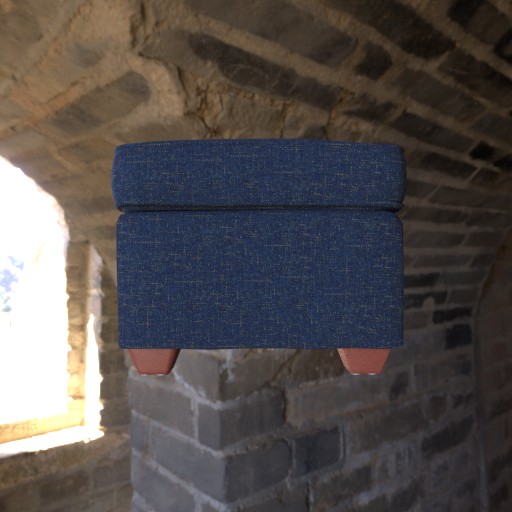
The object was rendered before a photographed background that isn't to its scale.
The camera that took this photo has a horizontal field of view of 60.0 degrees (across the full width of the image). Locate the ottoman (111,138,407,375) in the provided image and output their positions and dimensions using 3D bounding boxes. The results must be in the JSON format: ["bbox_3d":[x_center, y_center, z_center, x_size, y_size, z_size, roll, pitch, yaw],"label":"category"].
[{"bbox_3d":[0.000,0.000,1.131,0.549,0.450,0.749,0,-2,-1],"label":"ottoman"}]
